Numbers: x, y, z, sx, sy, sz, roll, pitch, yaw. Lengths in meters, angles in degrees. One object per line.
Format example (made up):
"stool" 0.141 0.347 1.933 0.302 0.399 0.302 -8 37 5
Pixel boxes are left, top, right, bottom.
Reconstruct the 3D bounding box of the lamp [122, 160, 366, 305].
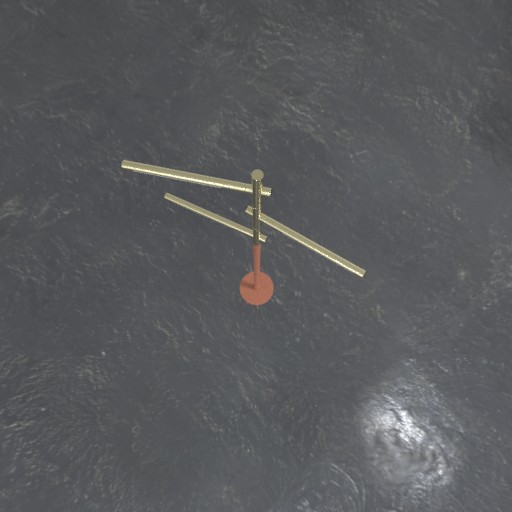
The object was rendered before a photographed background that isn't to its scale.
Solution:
"lamp" 0.000 0.000 1.919 0.737 1.704 0.209 17 77 4
